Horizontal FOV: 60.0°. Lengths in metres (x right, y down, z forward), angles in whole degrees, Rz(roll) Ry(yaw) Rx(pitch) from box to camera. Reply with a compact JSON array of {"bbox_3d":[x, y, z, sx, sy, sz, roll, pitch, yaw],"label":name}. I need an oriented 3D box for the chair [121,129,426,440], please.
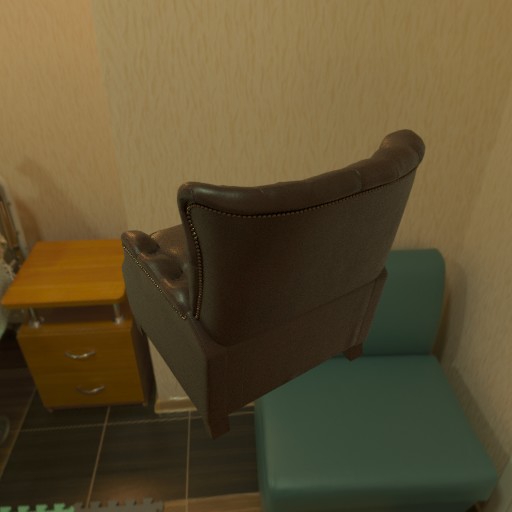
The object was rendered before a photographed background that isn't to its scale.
[{"bbox_3d":[0.000,0.000,1.471,0.709,0.864,0.823,-20,37,-28],"label":"chair"}]
